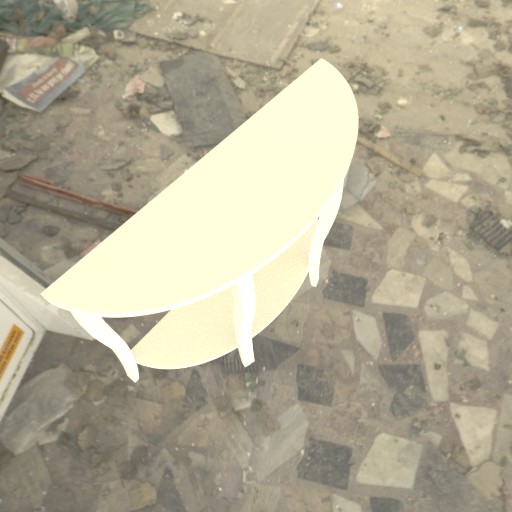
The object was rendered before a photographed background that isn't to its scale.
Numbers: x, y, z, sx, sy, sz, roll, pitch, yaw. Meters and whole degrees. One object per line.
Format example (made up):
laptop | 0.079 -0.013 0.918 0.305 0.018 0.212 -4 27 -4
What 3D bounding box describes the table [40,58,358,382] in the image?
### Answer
table | 0.000 0.000 1.619 0.394 0.780 1.219 35 65 19
